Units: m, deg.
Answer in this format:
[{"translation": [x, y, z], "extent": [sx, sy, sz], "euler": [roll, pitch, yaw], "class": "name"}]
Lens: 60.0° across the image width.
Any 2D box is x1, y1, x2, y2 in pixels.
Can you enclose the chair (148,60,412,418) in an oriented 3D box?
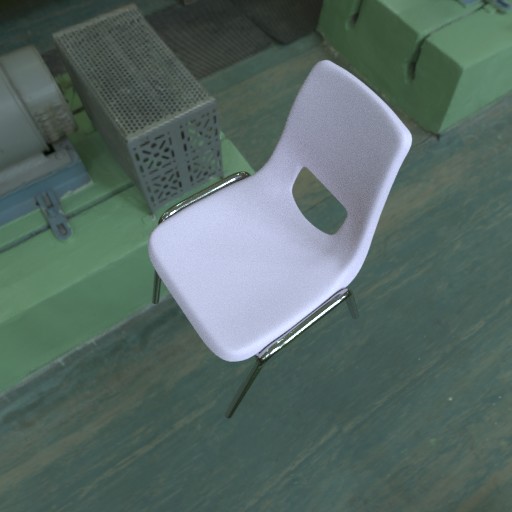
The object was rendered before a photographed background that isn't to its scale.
[{"translation": [0.000, 0.000, 0.911], "extent": [0.436, 0.653, 0.381], "euler": [-32, 67, -15], "class": "chair"}]
